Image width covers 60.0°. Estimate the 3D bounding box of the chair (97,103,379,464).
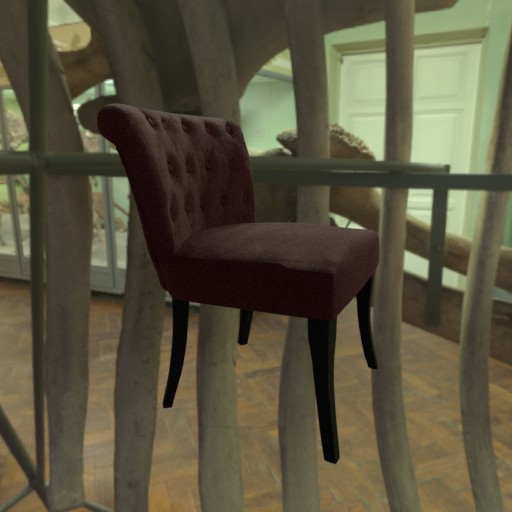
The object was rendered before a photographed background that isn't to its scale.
[{"bbox_3d":[0.000,0.000,1.189,0.605,0.750,0.582,6,14,24],"label":"chair"}]
